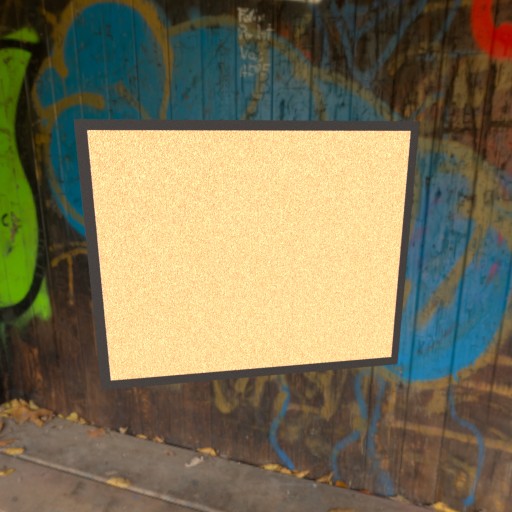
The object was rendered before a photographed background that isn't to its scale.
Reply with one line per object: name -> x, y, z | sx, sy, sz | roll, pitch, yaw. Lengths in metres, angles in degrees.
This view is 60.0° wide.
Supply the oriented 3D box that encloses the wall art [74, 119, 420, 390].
wall art -> 0.000, 0.000, 0.776 | 0.554, 0.454, 0.030 | -2, 15, -9
